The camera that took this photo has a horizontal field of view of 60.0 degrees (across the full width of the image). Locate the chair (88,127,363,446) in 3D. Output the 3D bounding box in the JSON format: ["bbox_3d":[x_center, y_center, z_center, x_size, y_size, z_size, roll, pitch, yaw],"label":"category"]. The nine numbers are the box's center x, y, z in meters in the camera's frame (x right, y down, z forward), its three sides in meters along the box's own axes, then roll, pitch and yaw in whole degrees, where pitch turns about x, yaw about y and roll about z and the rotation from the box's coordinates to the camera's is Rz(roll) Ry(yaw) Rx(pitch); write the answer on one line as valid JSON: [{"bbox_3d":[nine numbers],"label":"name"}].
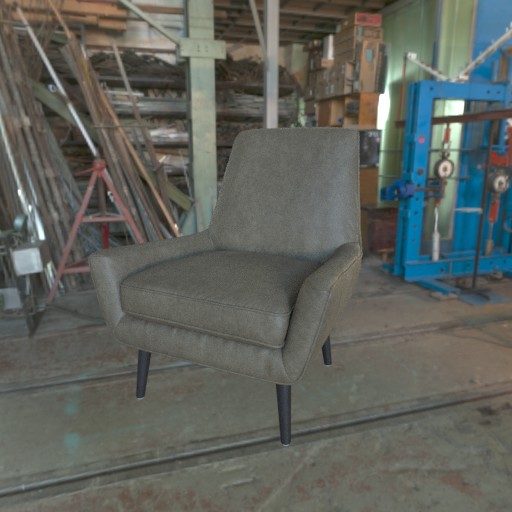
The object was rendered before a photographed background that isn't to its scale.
[{"bbox_3d":[0.000,0.000,1.544,0.787,0.888,0.824,7,15,26],"label":"chair"}]
